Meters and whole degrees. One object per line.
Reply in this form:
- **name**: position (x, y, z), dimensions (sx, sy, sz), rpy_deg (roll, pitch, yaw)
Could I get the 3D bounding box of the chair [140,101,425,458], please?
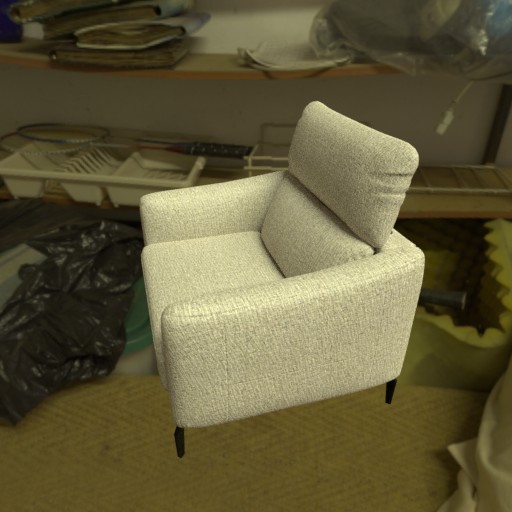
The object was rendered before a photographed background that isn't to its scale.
- **chair**: position (0.000, 0.000, 1.676), dimensions (0.835, 0.967, 0.972), rpy_deg (-8, 31, -14)
